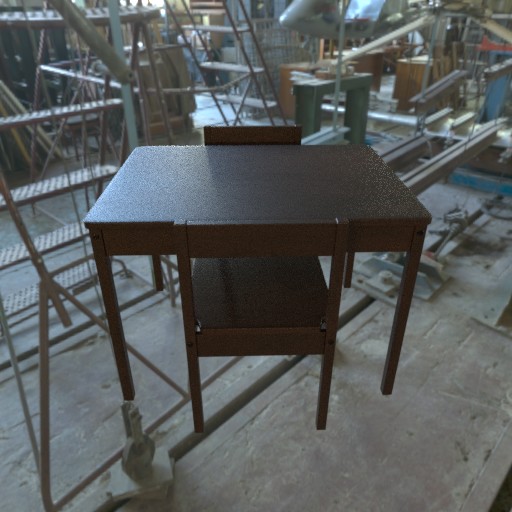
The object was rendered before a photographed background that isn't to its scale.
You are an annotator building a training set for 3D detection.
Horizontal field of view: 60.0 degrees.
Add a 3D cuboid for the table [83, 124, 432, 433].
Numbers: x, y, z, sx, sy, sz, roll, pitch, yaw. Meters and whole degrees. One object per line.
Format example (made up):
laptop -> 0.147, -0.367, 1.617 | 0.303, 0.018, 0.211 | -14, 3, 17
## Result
table -> 0.000, 0.000, 1.130 | 0.650, 0.503, 0.672 | -1, 30, -1
